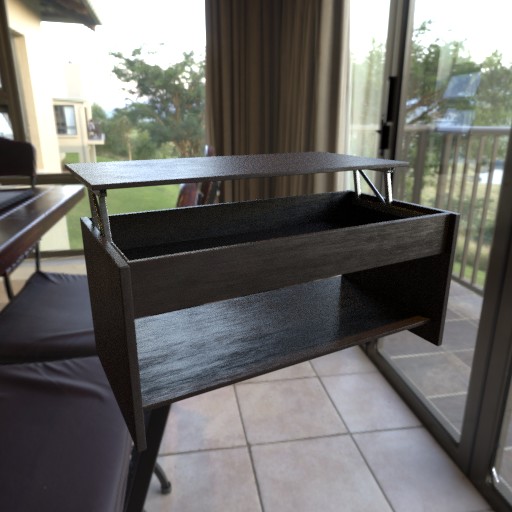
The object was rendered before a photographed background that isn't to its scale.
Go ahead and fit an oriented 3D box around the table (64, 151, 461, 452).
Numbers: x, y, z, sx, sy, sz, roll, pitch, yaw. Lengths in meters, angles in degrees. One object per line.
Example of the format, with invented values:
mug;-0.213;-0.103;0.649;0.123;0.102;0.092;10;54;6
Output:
table;0.000;0.000;1.431;1.000;0.570;0.712;-10;20;-27
